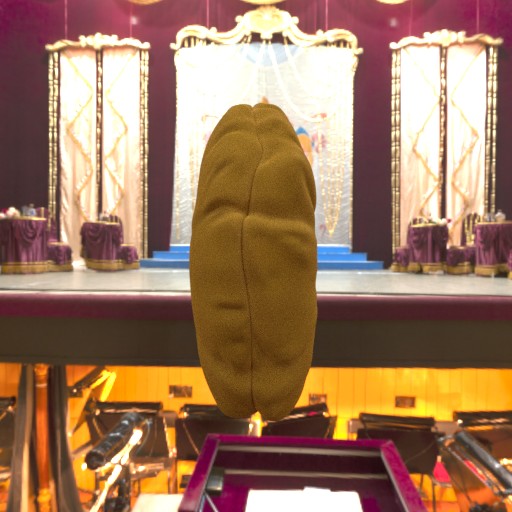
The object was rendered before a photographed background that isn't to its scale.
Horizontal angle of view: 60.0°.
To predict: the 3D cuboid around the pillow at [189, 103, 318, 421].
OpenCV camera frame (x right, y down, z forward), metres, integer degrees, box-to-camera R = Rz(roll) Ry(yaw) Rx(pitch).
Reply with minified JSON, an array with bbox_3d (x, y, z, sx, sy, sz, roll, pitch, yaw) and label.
[{"bbox_3d":[0.000,0.000,0.626,0.148,0.407,0.428,0,1,2],"label":"pillow"}]
